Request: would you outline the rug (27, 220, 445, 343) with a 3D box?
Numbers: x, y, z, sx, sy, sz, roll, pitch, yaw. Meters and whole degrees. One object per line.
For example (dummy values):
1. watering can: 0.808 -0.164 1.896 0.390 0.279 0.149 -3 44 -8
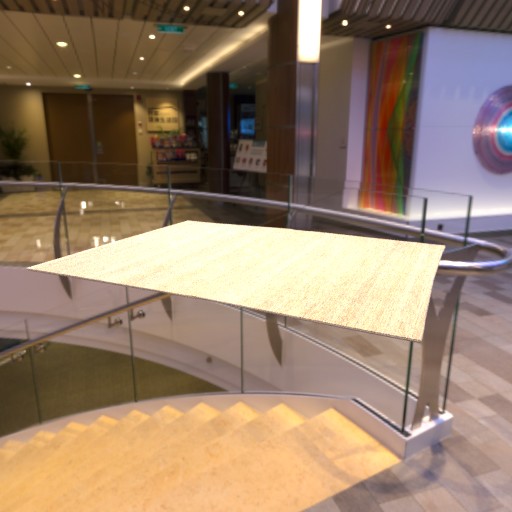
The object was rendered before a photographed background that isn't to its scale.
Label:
1. rug: 0.000 0.000 4.230 3.245 0.046 2.467 7 17 25
